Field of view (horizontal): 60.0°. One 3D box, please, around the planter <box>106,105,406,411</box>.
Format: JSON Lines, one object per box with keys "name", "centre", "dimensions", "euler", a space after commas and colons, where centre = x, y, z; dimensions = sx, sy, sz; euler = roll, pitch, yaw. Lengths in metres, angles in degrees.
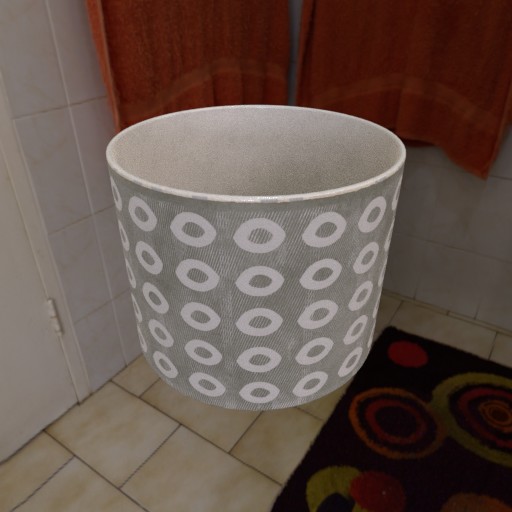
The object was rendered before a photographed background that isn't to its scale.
{"name": "planter", "centre": [0.000, 0.000, 0.339], "dimensions": [0.190, 0.181, 0.190], "euler": [0, 32, 0]}
